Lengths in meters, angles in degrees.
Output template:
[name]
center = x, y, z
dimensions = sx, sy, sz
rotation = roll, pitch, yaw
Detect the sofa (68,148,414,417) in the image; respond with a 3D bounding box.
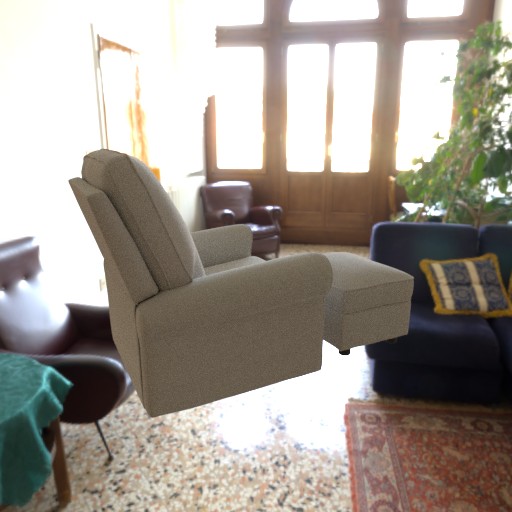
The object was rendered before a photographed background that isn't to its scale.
[sofa]
center = 0.000, 0.000, 2.031
dimensions = 1.478, 0.959, 0.880
rotation = -7, 16, -26
